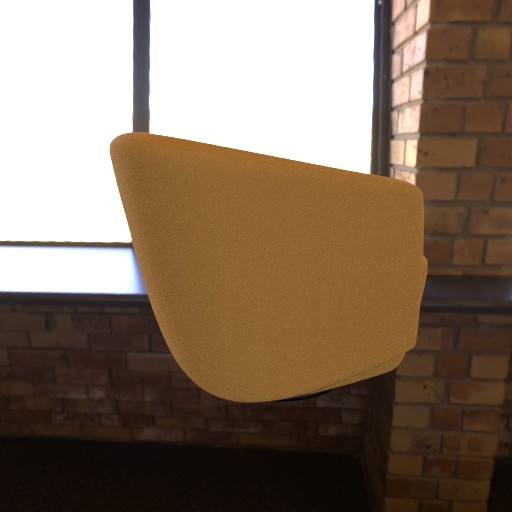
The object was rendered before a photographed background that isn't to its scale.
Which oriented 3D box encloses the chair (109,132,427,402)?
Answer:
[{"bbox_3d":[0.000,0.000,1.306,0.767,0.698,0.773,-8,16,-27],"label":"chair"}]
